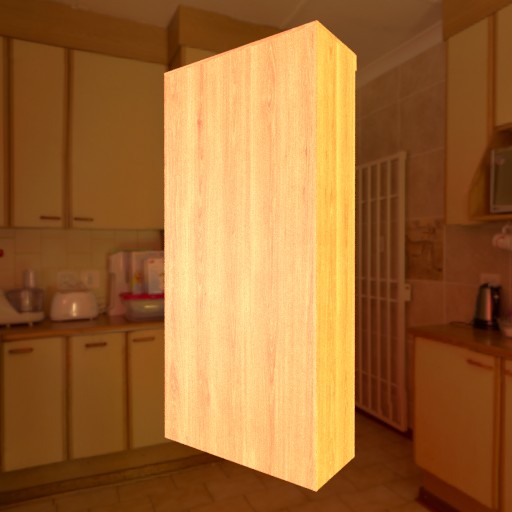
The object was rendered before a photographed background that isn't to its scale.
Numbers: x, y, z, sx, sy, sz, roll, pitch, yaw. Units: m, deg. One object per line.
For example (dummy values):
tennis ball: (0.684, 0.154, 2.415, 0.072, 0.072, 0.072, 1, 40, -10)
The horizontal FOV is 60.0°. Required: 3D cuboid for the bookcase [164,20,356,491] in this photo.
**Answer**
bookcase: (0.000, 0.000, 2.349, 0.950, 2.020, 0.420, 0, 1, 36)
